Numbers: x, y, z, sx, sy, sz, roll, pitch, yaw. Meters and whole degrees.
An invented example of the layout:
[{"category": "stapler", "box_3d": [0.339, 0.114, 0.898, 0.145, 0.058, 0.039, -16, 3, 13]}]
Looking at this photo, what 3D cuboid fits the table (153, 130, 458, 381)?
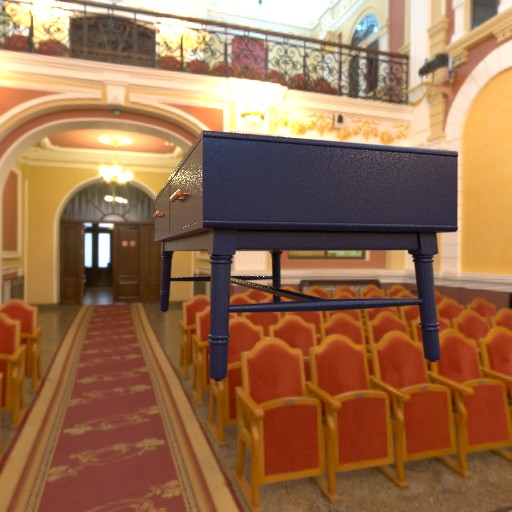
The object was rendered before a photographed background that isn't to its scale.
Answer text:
[{"category": "table", "box_3d": [0.000, 0.000, 1.370, 0.572, 0.457, 1.067, 0, 0, -17]}]
